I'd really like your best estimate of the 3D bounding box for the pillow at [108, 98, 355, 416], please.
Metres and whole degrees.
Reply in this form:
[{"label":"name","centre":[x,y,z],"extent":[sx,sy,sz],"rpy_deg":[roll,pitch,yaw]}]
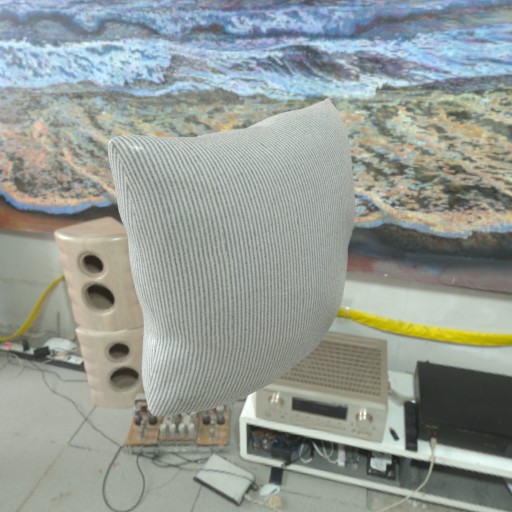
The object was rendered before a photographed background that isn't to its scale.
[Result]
[{"label":"pillow","centre":[0.000,0.000,0.696],"extent":[0.387,0.432,0.310],"rpy_deg":[-7,28,-14]}]
